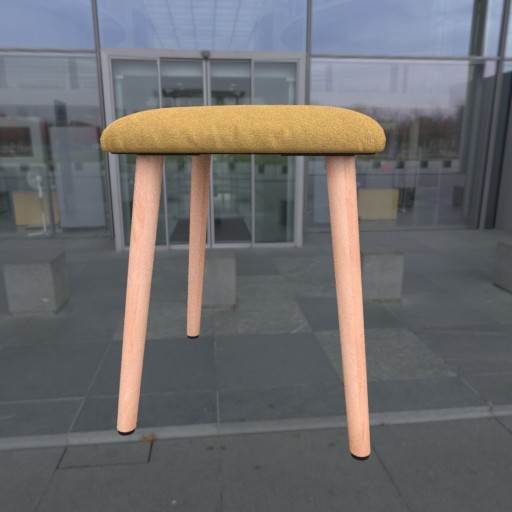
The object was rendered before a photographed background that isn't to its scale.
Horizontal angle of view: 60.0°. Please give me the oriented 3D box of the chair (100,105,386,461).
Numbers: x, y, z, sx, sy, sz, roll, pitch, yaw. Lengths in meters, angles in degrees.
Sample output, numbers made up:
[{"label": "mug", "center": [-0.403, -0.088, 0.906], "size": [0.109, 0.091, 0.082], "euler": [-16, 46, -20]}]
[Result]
[{"label": "chair", "center": [0.000, 0.000, 0.696], "size": [0.350, 0.440, 0.350], "euler": [2, 14, 9]}]
